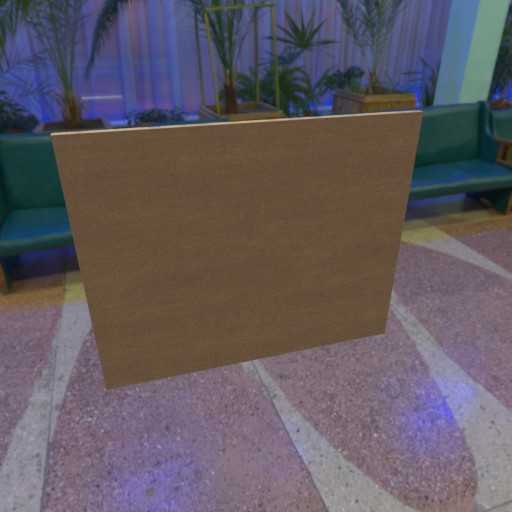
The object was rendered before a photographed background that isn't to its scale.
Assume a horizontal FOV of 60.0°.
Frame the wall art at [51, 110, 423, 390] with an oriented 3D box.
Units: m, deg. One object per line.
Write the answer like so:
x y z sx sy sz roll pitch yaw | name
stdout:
0.000 0.000 0.687 0.508 0.408 0.012 -8 30 -15 | wall art
